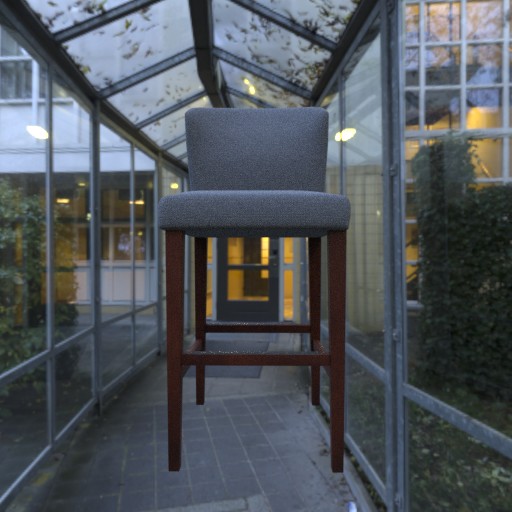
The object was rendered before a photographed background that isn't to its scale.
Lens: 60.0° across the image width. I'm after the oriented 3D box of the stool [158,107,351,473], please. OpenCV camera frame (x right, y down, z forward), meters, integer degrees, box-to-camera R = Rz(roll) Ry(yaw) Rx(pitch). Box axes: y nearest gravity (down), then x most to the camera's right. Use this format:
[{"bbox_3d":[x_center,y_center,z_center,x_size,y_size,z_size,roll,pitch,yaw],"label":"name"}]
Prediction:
[{"bbox_3d":[0.000,0.000,1.351,0.486,1.069,0.568,0,0,1],"label":"stool"}]
